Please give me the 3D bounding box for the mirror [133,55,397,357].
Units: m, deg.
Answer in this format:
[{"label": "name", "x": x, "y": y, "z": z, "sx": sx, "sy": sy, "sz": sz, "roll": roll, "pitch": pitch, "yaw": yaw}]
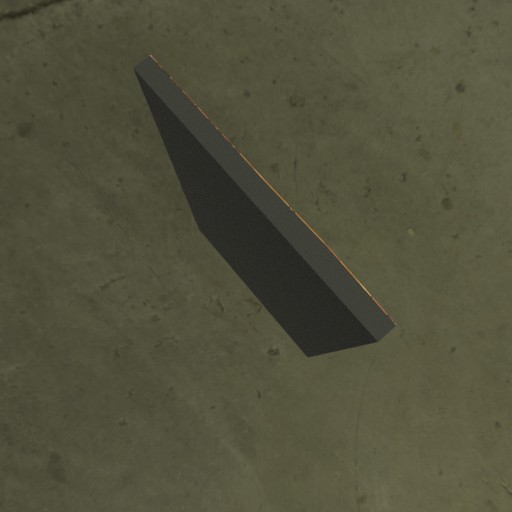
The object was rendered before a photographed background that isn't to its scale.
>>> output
[{"label": "mirror", "x": 0.000, "y": 0.000, "z": 1.150, "sx": 0.044, "sy": 0.912, "sz": 0.606, "roll": -39, "pitch": 79, "yaw": -9}]
